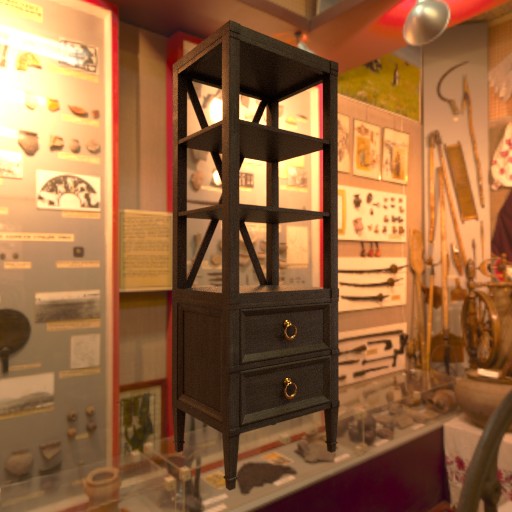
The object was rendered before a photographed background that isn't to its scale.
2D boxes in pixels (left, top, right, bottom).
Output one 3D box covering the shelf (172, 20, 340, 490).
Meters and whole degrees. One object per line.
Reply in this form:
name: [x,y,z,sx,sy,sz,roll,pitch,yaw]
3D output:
shelf: [0.000,0.000,1.974,0.584,1.727,0.472,1,-1,-37]
